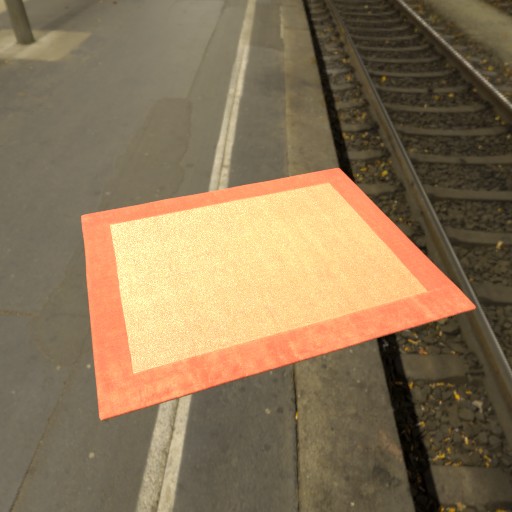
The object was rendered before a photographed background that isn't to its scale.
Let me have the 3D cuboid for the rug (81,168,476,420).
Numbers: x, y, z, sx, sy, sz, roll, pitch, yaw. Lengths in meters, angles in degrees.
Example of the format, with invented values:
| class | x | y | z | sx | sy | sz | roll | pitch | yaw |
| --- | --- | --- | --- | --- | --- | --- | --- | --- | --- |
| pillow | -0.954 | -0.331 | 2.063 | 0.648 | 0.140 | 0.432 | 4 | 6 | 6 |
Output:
| class | x | y | z | sx | sy | sz | roll | pitch | yaw |
| --- | --- | --- | --- | --- | --- | --- | --- | --- | --- |
| rug | 0.000 | 0.000 | 4.083 | 2.976 | 0.018 | 2.430 | -13 | 42 | -15 |
